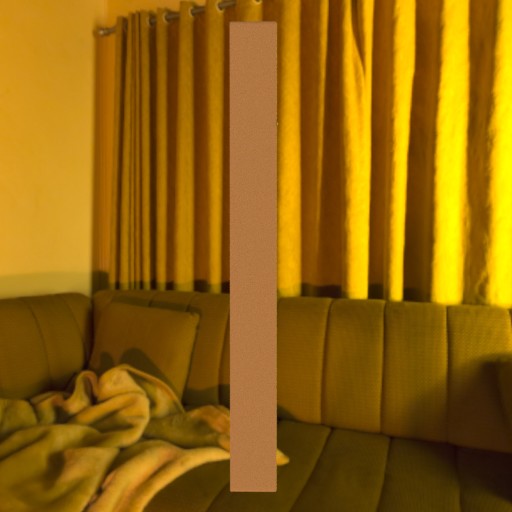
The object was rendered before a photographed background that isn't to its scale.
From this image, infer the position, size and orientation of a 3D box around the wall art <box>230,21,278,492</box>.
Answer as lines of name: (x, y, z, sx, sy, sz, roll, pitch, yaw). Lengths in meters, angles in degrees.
wall art: (0.000, 0.000, 0.485, 0.039, 0.381, 0.252, 0, 1, 1)
